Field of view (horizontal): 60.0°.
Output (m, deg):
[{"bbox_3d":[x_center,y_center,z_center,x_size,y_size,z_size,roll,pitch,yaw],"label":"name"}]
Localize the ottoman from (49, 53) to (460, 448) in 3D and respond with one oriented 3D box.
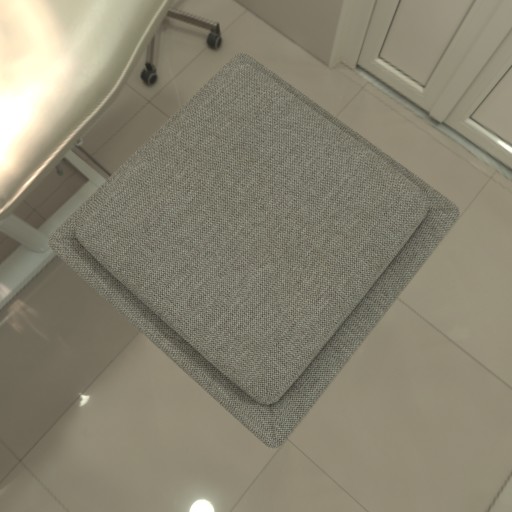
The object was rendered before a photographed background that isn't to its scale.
[{"bbox_3d":[0.000,0.000,0.825,0.450,0.460,0.450,39,78,10],"label":"ottoman"}]
